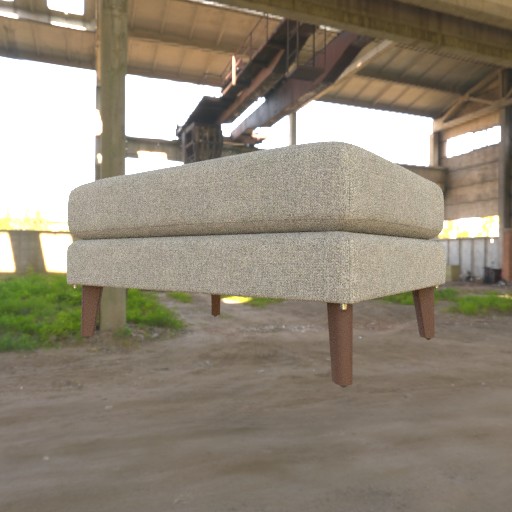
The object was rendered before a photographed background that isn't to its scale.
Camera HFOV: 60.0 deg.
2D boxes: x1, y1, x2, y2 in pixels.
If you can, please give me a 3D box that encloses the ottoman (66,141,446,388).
[{"bbox_3d":[0.000,0.000,1.174,0.821,0.441,0.611,0,0,36],"label":"ottoman"}]
